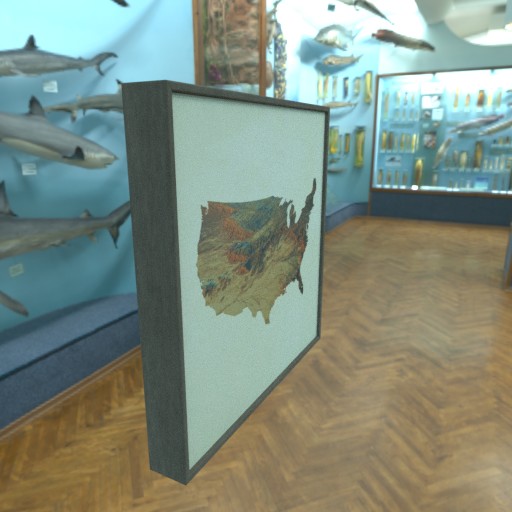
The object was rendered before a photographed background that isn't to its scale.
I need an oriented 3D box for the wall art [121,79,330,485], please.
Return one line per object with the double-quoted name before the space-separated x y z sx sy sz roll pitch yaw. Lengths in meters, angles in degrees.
"wall art" 0.000 0.000 0.450 0.038 0.302 0.303 8 17 27
